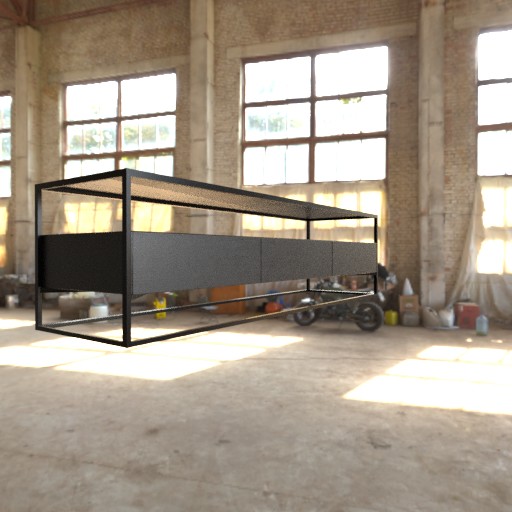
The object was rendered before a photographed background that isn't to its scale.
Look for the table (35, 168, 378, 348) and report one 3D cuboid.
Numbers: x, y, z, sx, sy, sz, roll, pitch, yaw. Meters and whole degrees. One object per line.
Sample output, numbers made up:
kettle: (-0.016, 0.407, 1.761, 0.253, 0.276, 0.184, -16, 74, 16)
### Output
table: (0.000, 0.000, 1.684, 0.399, 0.395, 1.486, 0, 0, 36)
